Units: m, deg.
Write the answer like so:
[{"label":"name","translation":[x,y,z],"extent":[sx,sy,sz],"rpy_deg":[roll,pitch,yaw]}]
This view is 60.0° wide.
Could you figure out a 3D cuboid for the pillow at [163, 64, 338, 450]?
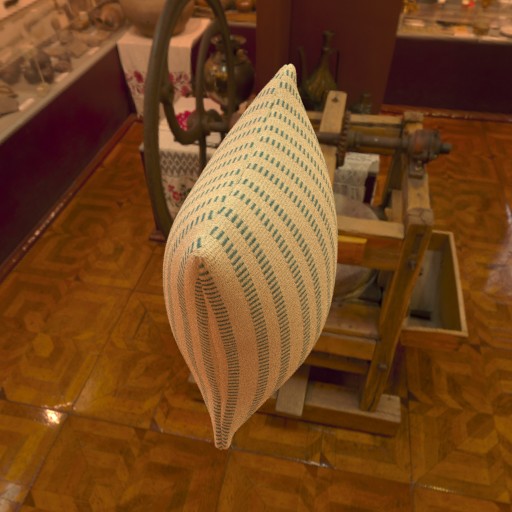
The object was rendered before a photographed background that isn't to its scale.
[{"label":"pillow","translation":[0.000,0.000,0.676],"extent":[0.247,0.419,0.438],"rpy_deg":[10,46,9]}]
